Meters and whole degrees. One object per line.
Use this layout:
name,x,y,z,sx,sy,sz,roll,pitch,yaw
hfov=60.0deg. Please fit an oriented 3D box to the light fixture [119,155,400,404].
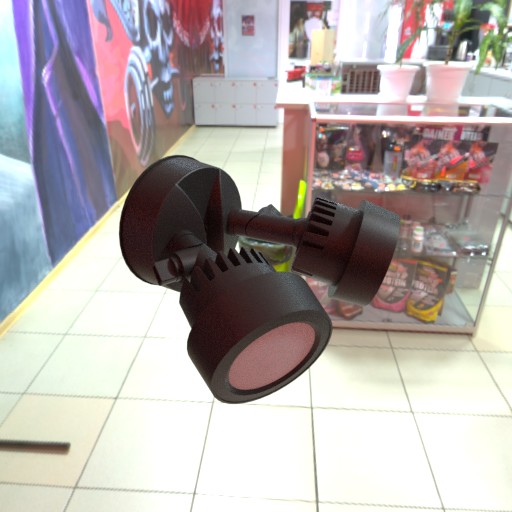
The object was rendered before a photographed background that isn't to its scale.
light fixture,0.000,0.000,0.321,0.168,0.120,0.213,19,33,32
